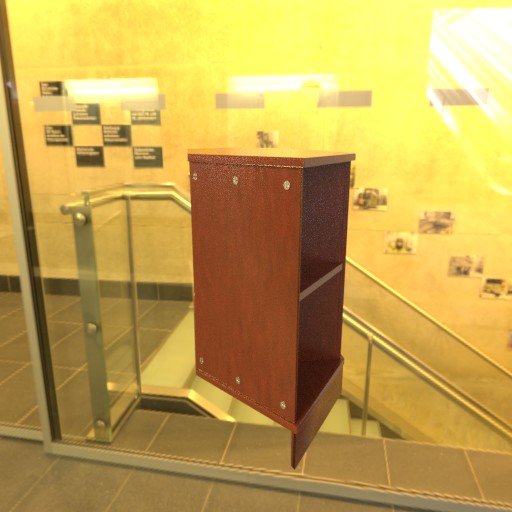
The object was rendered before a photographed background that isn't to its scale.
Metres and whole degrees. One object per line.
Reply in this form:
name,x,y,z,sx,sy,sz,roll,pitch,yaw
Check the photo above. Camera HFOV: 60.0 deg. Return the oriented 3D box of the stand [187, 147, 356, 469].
stand,0.000,0.000,1.325,0.381,0.614,1.072,-2,15,-8
